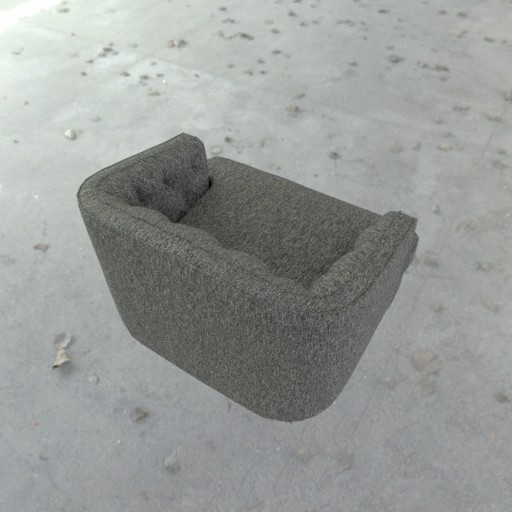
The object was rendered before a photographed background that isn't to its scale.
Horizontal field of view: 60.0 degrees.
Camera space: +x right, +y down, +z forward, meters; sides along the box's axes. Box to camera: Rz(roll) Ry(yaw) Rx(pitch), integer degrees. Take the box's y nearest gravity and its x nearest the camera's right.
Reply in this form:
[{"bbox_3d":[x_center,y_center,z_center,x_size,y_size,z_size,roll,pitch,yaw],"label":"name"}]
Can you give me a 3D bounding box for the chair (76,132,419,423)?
[{"bbox_3d":[0.000,0.000,1.831,1.104,0.852,0.941,25,52,21],"label":"chair"}]
